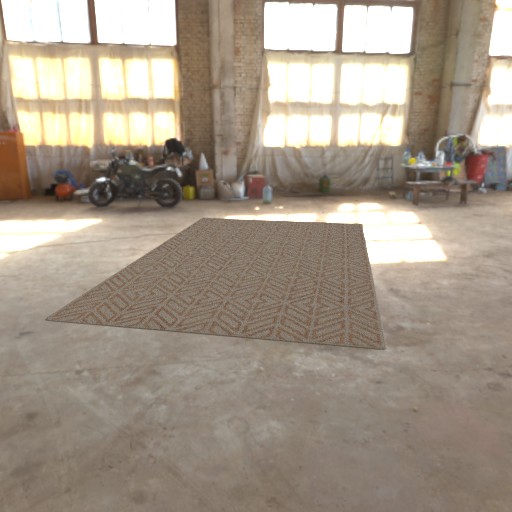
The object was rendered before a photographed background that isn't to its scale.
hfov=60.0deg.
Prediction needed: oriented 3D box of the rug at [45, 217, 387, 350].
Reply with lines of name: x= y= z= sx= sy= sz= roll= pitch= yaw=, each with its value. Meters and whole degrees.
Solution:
rug: x=0.000 y=0.000 z=3.044 sx=1.523 sy=0.008 sz=2.438 roll=3 pitch=16 yaw=10
